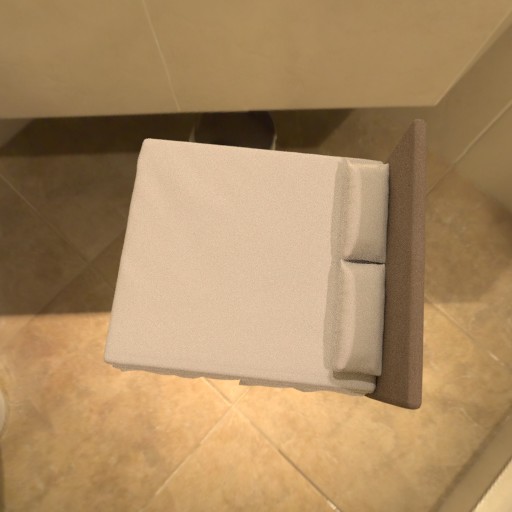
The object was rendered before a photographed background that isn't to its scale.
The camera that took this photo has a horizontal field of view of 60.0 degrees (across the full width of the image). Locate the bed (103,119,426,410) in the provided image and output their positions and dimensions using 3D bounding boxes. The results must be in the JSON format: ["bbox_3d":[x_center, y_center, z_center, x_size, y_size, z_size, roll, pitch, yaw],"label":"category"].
[{"bbox_3d":[0.000,0.000,3.656,2.341,1.317,2.119,6,76,1],"label":"bed"}]
